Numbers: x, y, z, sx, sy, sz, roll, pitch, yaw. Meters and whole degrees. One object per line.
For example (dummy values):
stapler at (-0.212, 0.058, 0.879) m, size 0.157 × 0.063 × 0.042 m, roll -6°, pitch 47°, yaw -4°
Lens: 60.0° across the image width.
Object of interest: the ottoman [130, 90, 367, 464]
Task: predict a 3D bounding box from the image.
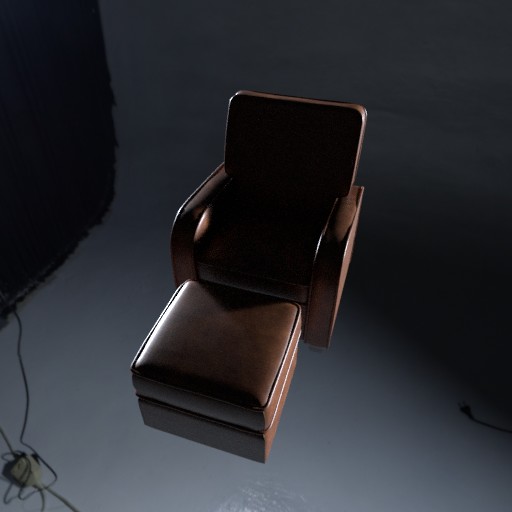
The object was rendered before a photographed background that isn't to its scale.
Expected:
ottoman at (0.000, 0.000, 1.861) m, size 0.732 × 0.904 × 1.314 m, roll 12°, pitch 42°, yaw 13°
